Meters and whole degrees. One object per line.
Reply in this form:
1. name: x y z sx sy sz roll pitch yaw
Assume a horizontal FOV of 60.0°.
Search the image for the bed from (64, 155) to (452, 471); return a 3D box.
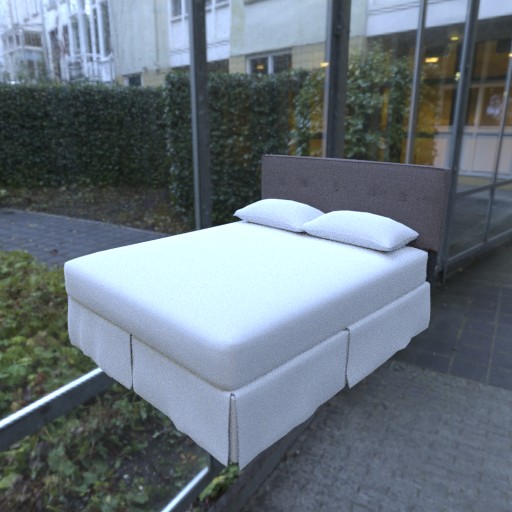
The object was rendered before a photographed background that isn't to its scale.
1. bed: 0.000 0.000 2.792 1.610 1.089 1.894 16 23 42
